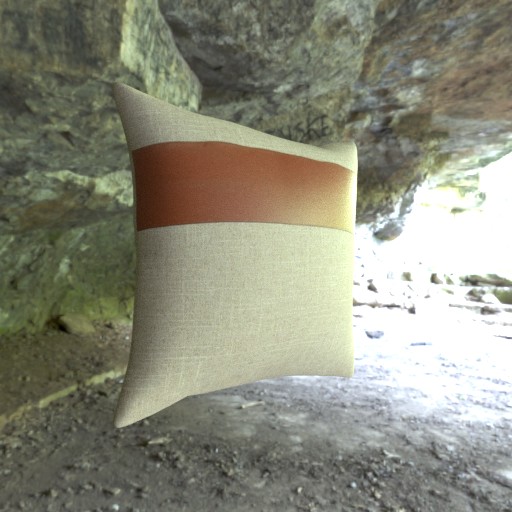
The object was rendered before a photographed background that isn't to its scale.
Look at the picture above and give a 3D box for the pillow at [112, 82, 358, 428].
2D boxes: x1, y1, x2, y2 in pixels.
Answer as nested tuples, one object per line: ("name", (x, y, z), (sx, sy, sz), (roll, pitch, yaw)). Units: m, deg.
("pillow", (0.000, 0.000, 0.630), (0.414, 0.399, 0.173), (1, -2, -37))
